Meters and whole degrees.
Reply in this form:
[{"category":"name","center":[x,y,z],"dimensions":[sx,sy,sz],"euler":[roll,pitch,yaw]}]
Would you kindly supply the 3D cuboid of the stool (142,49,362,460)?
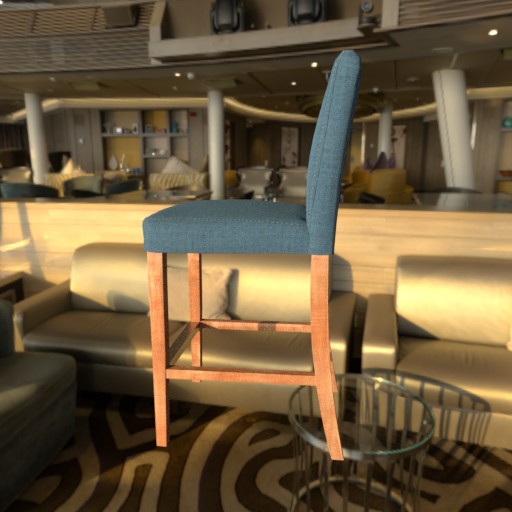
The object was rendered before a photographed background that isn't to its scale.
[{"category":"stool","center":[0.000,0.000,1.374],"dimensions":[0.574,1.088,0.454],"euler":[2,12,8]}]
